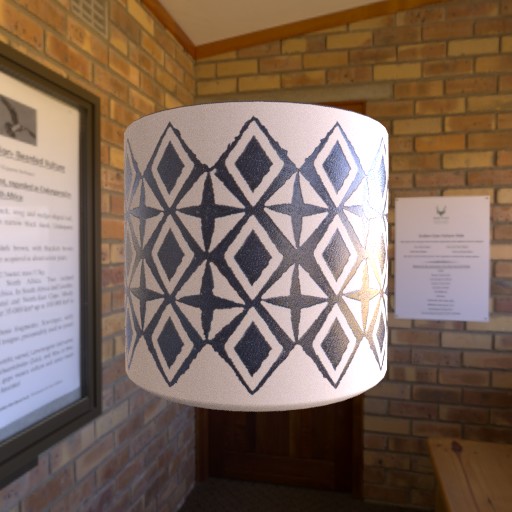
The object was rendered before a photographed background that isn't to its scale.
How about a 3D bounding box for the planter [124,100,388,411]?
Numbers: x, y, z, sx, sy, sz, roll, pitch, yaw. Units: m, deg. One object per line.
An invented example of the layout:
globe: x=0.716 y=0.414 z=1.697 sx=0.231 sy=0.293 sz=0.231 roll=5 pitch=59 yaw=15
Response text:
planter: x=0.000 y=0.000 z=0.319 sx=0.182 sy=0.165 sz=0.182 roll=0 pitch=1 yaw=0
